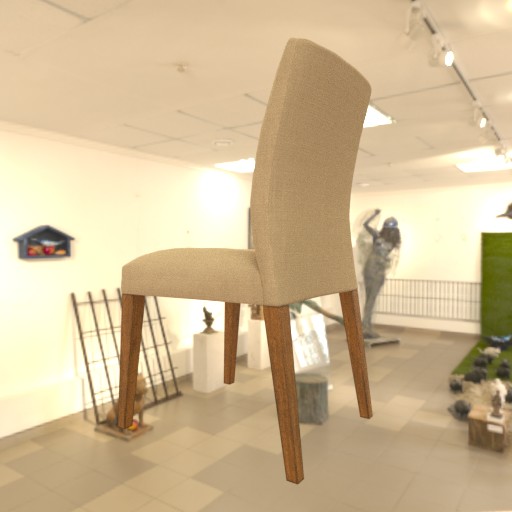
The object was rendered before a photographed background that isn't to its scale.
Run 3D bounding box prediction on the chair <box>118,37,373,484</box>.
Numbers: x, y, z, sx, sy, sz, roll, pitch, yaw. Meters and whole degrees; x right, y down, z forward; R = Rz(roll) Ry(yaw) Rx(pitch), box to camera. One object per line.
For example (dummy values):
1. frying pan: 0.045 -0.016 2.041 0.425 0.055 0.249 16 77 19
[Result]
1. chair: 0.000 0.000 1.248 0.585 0.940 0.496 1 2 34
